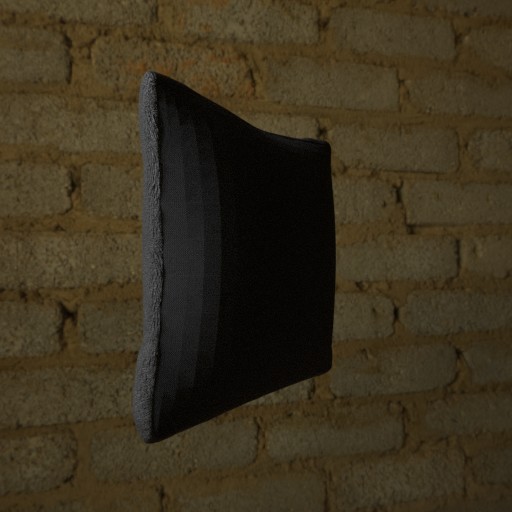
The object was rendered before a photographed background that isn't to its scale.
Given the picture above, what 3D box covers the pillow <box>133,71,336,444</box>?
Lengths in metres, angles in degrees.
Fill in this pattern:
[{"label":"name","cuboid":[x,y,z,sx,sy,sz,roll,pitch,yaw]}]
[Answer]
[{"label":"pillow","cuboid":[0.000,0.000,0.804,0.210,0.523,0.533,0,-1,37]}]
